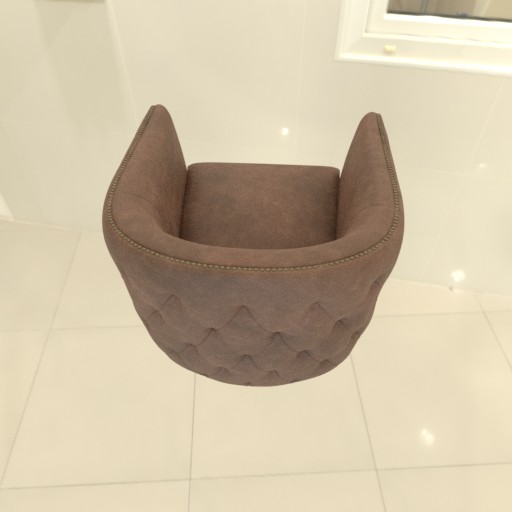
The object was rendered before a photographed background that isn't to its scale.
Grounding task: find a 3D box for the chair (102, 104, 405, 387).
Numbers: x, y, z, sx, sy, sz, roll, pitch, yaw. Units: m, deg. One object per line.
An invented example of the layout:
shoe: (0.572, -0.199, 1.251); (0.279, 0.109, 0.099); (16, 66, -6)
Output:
chair: (0.000, 0.000, 1.511); (0.850, 0.790, 0.870); (3, 47, 3)
